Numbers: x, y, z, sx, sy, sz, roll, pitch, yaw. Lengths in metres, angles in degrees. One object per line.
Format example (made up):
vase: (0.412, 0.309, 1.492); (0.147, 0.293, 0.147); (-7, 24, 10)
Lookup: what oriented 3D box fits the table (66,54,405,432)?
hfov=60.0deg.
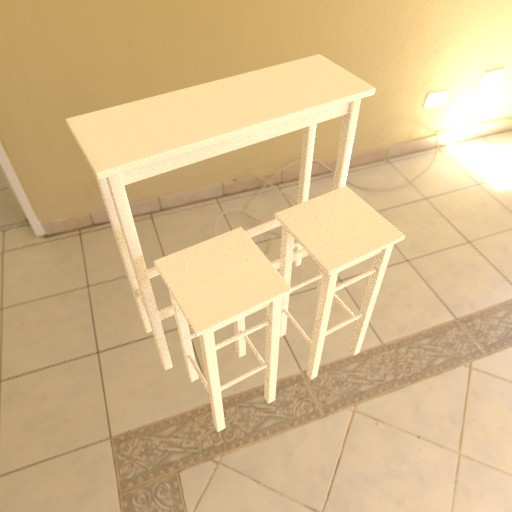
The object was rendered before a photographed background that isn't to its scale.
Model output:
table: (0.000, 0.000, 1.651); (0.915, 1.065, 0.650); (-23, 51, -20)
